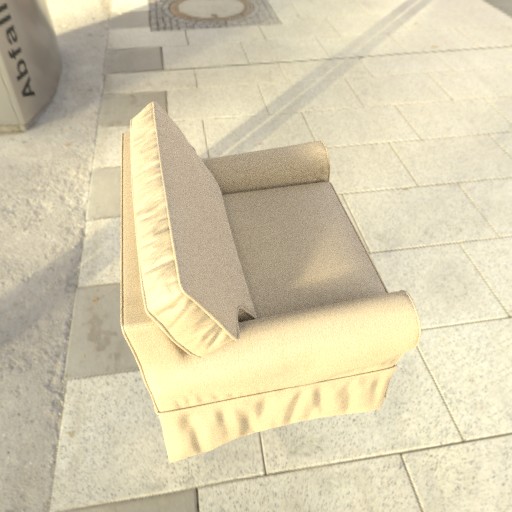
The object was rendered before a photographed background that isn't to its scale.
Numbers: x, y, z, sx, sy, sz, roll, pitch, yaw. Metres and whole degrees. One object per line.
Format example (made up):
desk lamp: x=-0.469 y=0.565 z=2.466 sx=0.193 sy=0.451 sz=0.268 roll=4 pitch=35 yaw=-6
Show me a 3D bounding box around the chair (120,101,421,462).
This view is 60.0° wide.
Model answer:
chair: x=0.000 y=0.000 z=1.744 sx=0.903 sy=0.937 sz=1.096 roll=-9 pitch=47 yaw=-8
